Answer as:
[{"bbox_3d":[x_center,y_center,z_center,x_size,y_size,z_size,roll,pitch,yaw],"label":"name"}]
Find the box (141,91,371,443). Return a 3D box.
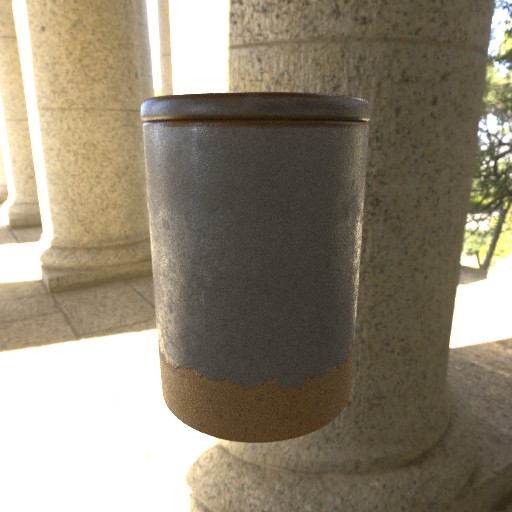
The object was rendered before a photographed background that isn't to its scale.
[{"bbox_3d":[0.000,0.000,0.254,0.118,0.168,0.118,0,15,0],"label":"box"}]
